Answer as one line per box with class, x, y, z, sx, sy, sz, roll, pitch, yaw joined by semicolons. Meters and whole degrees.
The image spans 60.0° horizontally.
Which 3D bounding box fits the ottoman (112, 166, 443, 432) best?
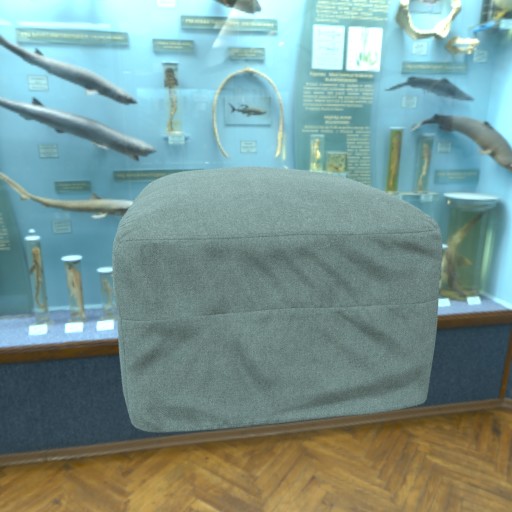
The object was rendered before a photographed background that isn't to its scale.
ottoman;0.000;0.000;1.238;0.683;0.481;0.837;-2;16;-9
